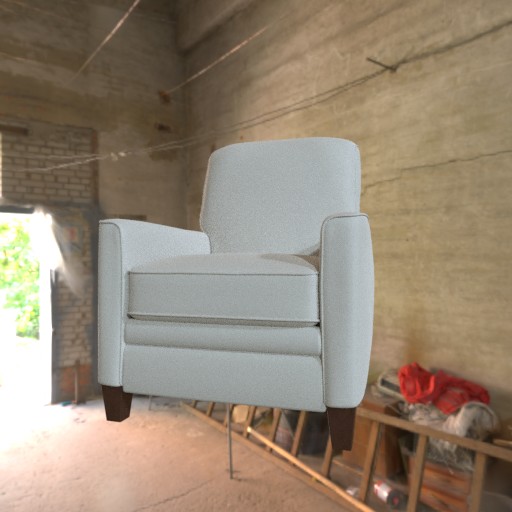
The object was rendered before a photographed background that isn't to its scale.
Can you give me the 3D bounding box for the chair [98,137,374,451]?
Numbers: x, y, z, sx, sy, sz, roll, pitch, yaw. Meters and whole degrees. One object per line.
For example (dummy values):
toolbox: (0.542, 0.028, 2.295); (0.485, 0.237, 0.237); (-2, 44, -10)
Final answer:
chair: (0.000, 0.000, 1.632); (0.841, 1.028, 0.858); (0, 0, 17)
